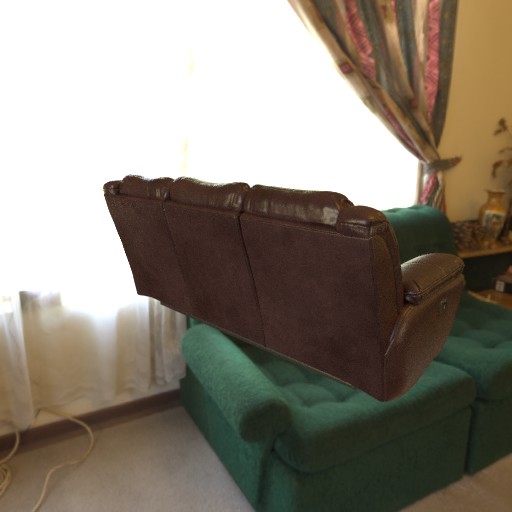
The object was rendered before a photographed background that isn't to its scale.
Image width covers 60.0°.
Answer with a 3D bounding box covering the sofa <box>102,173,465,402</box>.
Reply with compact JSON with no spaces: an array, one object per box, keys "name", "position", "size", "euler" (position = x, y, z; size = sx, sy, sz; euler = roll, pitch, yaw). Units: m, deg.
[{"name":"sofa","position":[0.000,0.000,2.900],"size":[2.337,1.043,0.991],"euler":[14,20,43]}]
